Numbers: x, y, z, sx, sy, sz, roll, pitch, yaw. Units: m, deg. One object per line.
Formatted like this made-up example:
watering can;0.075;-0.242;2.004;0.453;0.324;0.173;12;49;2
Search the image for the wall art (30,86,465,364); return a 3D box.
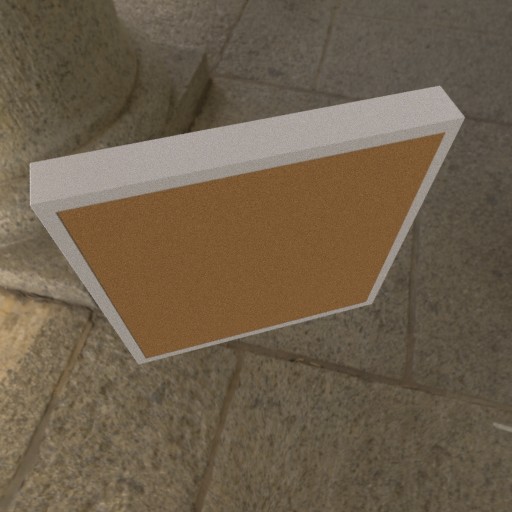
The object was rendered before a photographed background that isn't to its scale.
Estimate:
wall art;0.000;0.000;0.438;0.305;0.305;0.038;-13;59;-8
